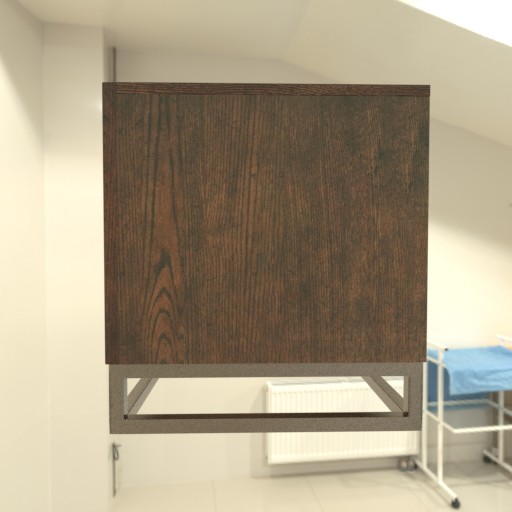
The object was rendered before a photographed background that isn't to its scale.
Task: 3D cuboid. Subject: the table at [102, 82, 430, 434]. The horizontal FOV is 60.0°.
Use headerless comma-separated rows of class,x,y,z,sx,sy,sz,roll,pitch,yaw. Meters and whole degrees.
table,0.000,0.000,0.987,0.566,0.582,0.506,0,2,-1
